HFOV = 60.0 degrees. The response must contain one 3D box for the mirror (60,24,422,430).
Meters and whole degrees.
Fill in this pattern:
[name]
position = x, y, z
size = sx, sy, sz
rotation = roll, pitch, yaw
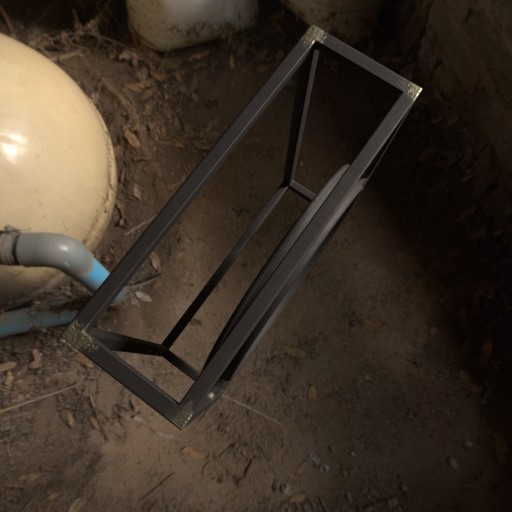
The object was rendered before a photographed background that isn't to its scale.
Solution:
[mirror]
position = 0.000, 0.000, 0.468
size = 0.107, 0.303, 0.306
rotation = 35, 78, 8
